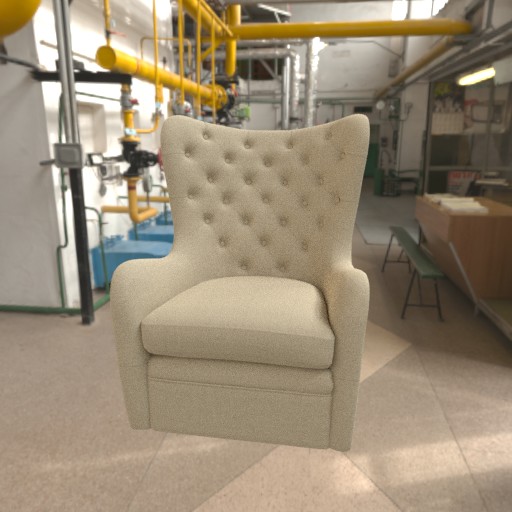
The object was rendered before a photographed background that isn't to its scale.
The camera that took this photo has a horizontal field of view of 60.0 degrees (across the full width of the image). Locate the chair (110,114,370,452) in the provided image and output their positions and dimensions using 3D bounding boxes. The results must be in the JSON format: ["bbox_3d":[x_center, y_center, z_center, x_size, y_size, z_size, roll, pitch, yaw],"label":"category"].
[{"bbox_3d":[0.000,0.000,1.738,0.831,1.079,0.929,2,15,9],"label":"chair"}]
